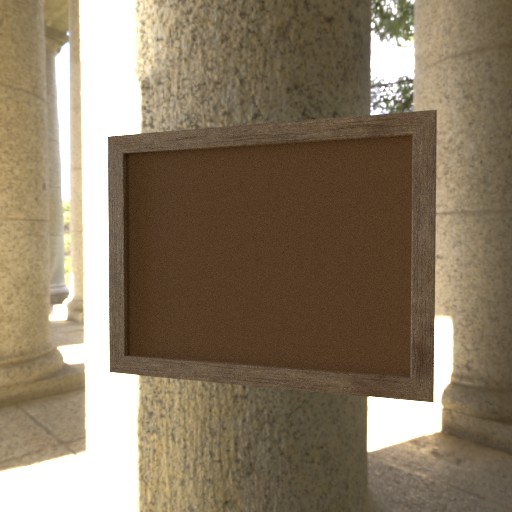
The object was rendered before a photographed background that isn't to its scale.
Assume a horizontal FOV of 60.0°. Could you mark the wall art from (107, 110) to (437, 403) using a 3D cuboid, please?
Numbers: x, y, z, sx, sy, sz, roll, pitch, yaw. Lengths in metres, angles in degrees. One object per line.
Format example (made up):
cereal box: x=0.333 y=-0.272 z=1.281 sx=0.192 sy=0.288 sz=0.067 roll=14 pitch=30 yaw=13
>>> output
wall art: x=0.000 y=0.000 z=0.918 sx=0.690 sy=0.535 sz=0.026 roll=0 pitch=1 yaw=16
